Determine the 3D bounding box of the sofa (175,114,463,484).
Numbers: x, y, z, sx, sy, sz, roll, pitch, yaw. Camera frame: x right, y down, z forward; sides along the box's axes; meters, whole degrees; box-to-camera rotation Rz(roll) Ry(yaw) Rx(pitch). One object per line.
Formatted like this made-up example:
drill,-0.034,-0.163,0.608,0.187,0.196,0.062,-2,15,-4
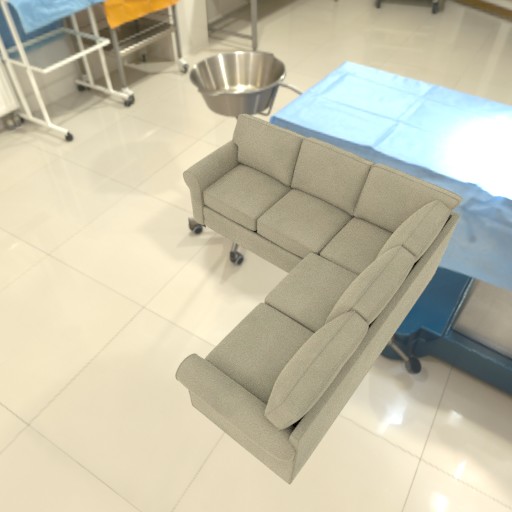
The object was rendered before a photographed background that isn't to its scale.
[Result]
sofa,0.000,0.000,3.849,2.487,1.053,2.562,30,53,25
